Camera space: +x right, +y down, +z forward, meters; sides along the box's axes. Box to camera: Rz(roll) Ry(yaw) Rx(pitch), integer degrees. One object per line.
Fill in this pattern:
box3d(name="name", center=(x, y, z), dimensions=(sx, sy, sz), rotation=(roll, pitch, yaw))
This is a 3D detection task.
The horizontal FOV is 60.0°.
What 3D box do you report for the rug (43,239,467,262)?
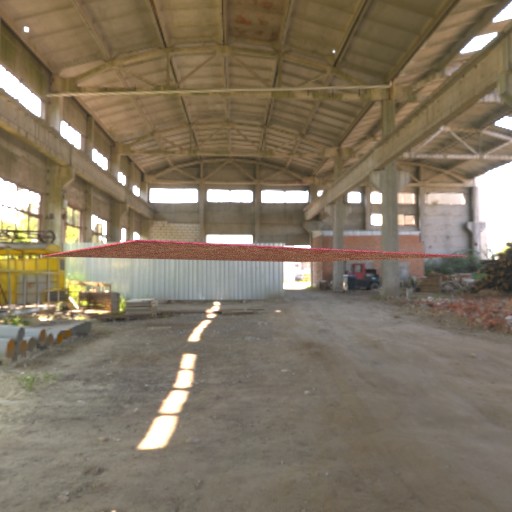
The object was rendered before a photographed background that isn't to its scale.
box3d(name="rug", center=(0.000, 0.000, 4.253), dimensions=(3.306, 0.011, 2.389), rotation=(2, -3, -36))
